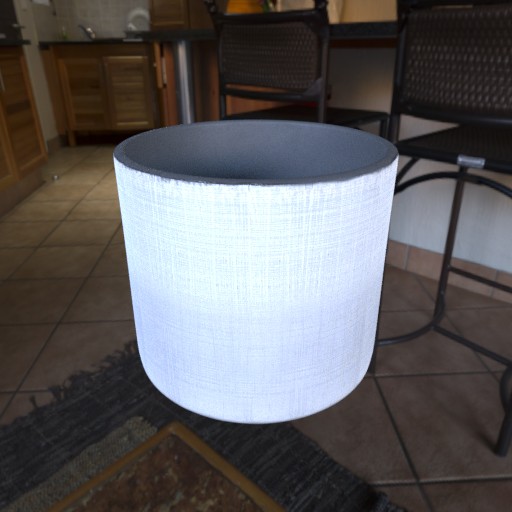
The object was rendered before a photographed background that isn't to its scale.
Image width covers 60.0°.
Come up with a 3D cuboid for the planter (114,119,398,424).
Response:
[{"bbox_3d":[0.000,0.000,0.394,0.221,0.201,0.221,0,26,0],"label":"planter"}]
